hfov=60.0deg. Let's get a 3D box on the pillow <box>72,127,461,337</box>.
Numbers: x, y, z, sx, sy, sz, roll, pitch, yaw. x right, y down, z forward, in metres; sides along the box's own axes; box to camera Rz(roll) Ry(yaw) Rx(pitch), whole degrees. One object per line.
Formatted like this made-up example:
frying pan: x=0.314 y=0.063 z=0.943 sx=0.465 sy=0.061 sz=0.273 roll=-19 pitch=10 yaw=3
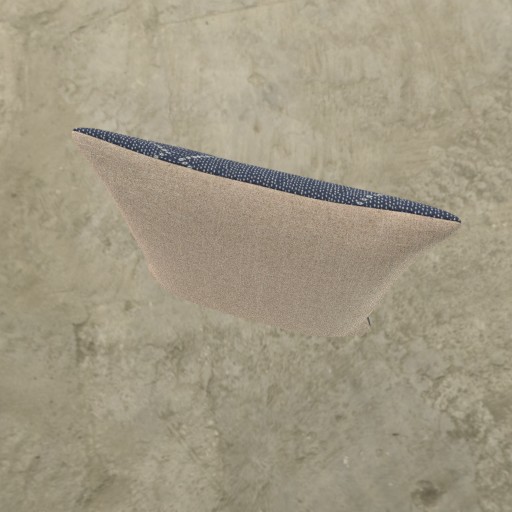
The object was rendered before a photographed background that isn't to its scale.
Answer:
pillow: x=0.000 y=0.000 z=0.661 sx=0.435 sy=0.428 sz=0.148 roll=15 pitch=66 yaw=7
